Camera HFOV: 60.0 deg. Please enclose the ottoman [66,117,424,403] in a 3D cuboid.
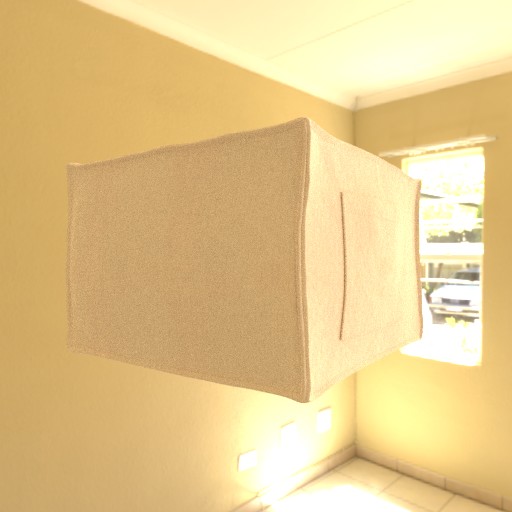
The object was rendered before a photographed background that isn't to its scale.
[{"bbox_3d":[0.000,0.000,1.151,0.696,0.470,0.707,0,1,35],"label":"ottoman"}]
